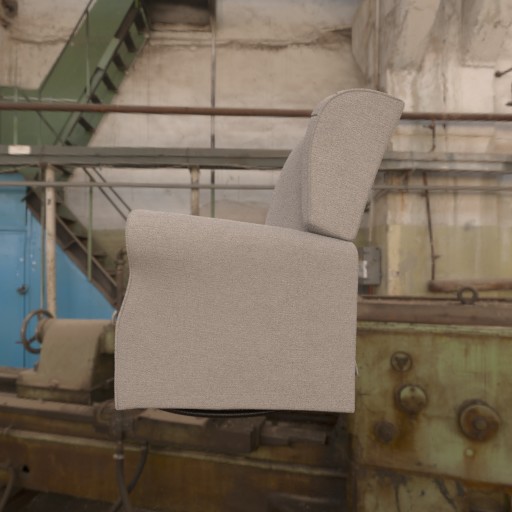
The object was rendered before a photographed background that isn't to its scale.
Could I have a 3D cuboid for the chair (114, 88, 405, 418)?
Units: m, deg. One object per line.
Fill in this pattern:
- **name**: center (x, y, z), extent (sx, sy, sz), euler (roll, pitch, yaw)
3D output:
- **chair**: center (0.000, 0.000, 1.642), extent (0.854, 0.966, 0.906), euler (0, 0, -1)
